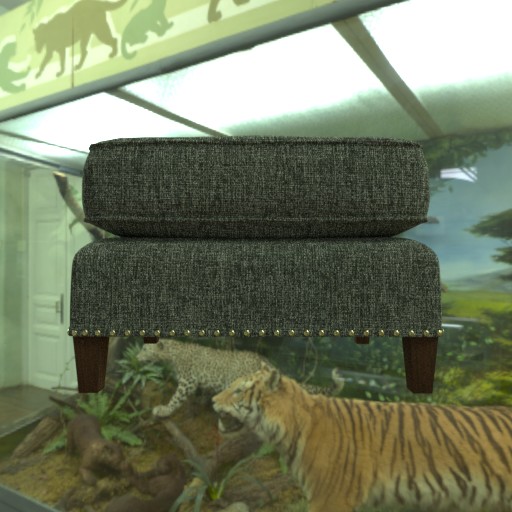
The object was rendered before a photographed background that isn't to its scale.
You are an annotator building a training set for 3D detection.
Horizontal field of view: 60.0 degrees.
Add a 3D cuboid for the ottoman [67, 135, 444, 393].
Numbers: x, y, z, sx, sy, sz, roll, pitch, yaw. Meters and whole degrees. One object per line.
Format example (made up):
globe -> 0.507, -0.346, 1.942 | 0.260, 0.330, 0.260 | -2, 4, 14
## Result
ottoman -> 0.000, 0.000, 1.140 | 0.738, 0.537, 0.589 | 0, 0, 0
